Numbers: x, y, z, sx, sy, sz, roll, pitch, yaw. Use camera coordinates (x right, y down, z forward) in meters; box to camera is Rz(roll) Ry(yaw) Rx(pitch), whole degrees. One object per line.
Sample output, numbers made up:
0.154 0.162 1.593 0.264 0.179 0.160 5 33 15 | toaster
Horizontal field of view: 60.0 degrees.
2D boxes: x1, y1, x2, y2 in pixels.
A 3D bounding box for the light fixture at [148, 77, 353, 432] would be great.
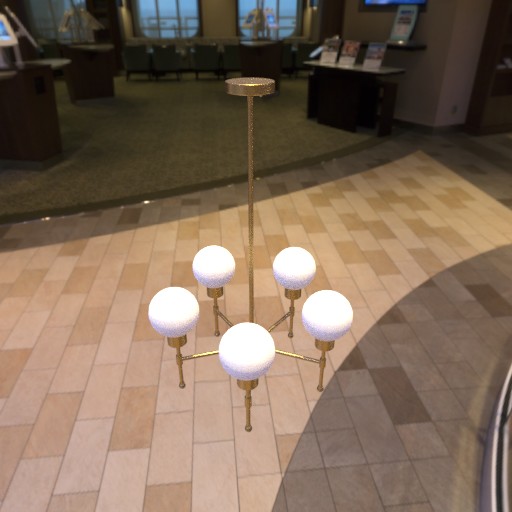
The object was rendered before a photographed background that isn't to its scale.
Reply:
0.000 0.000 1.788 0.815 1.331 0.785 21 35 33 | light fixture
